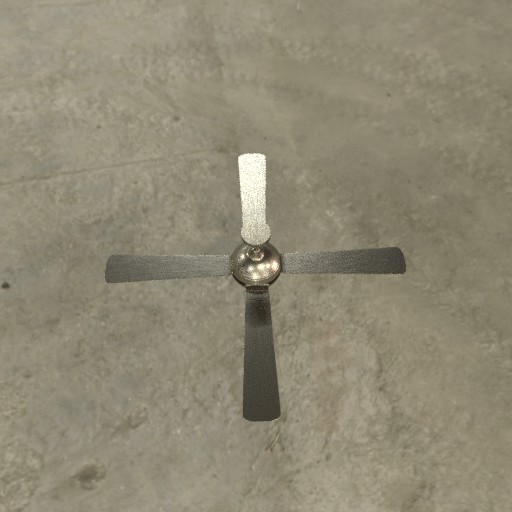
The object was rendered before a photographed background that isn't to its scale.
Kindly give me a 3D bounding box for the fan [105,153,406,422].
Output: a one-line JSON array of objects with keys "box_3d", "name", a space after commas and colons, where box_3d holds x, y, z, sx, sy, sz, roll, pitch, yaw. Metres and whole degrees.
[{"box_3d": [0.000, 0.000, 1.980, 1.321, 0.381, 1.321, 16, 60, 9], "name": "fan"}]
